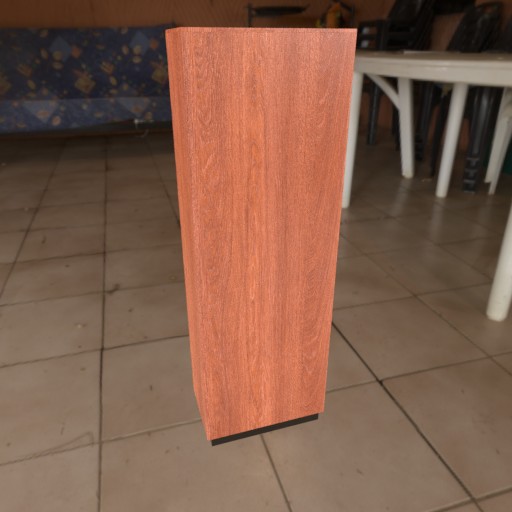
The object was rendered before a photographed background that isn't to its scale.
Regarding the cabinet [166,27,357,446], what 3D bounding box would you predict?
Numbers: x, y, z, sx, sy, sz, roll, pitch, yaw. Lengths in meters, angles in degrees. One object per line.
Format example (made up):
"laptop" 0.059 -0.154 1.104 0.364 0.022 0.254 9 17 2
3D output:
"cabinet" 0.000 0.000 2.175 0.660 1.980 0.420 -8 27 -16
